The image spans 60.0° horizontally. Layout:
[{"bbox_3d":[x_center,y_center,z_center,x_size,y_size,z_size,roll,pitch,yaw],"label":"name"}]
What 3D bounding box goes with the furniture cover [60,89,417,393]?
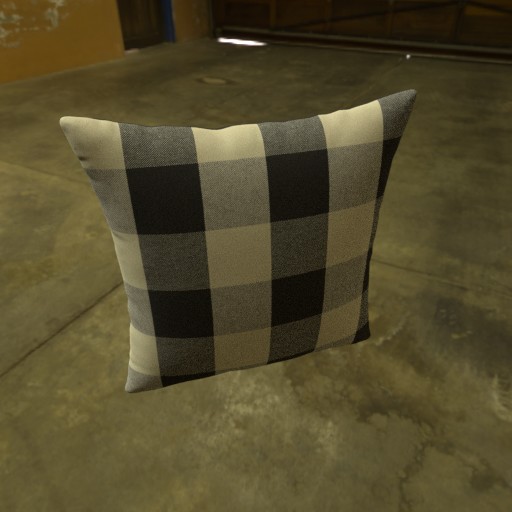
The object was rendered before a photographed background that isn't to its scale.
[{"bbox_3d":[0.000,0.000,0.750,0.511,0.509,0.161,-9,34,-14],"label":"furniture cover"}]
